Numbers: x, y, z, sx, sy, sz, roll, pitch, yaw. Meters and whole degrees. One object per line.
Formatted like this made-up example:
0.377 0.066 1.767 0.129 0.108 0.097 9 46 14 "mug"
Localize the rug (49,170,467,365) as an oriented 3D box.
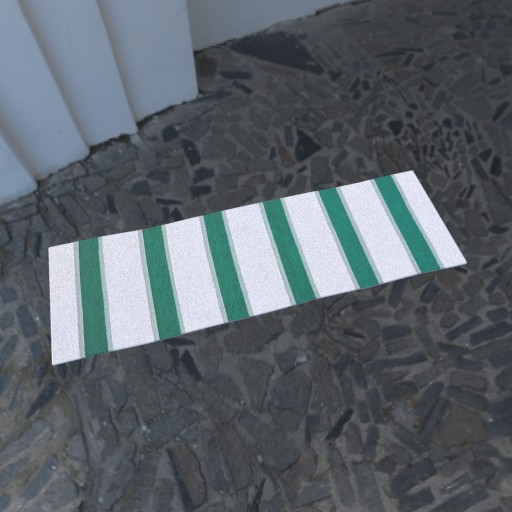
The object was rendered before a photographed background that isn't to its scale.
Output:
0.000 0.000 2.703 2.438 0.012 0.768 -13 60 -8 "rug"
